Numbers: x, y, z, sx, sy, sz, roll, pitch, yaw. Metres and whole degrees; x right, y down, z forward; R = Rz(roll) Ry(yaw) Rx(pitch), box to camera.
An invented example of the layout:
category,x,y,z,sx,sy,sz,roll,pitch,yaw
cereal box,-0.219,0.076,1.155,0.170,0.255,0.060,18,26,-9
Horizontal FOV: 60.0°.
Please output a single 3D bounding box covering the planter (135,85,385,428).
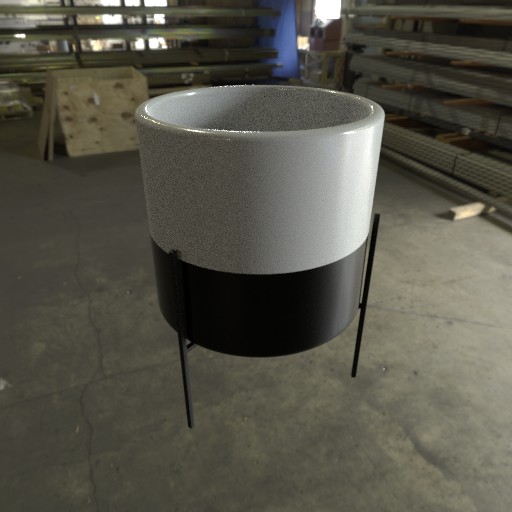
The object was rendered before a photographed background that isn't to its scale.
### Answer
category,x,y,z,sx,sy,sz,roll,pitch,yaw
planter,0.000,0.000,0.652,0.310,0.432,0.310,-20,35,-31
